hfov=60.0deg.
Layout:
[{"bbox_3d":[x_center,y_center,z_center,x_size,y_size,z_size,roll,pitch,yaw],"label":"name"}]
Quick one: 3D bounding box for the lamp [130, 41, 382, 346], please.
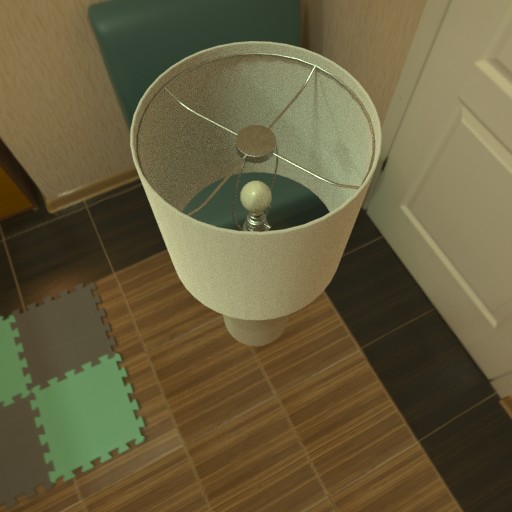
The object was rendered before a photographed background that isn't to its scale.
[{"bbox_3d":[0.000,0.000,0.595,0.212,0.493,0.212,31,67,14],"label":"lamp"}]
